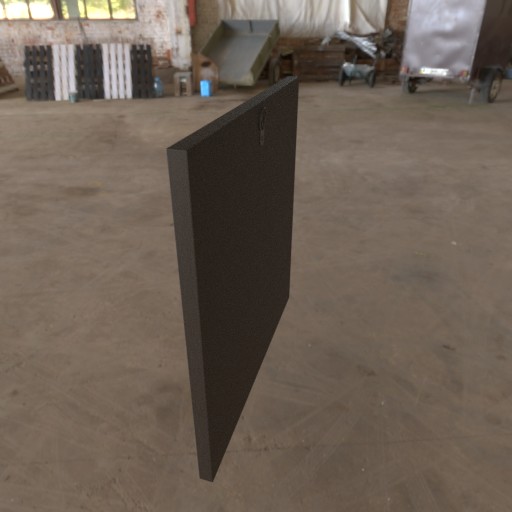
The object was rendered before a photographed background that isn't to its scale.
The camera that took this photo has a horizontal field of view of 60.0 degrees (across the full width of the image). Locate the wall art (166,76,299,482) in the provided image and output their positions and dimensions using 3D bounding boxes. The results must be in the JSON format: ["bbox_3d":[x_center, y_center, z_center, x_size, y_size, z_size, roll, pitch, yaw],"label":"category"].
[{"bbox_3d":[0.000,0.000,1.200,0.043,0.807,0.805,9,31,15],"label":"wall art"}]
